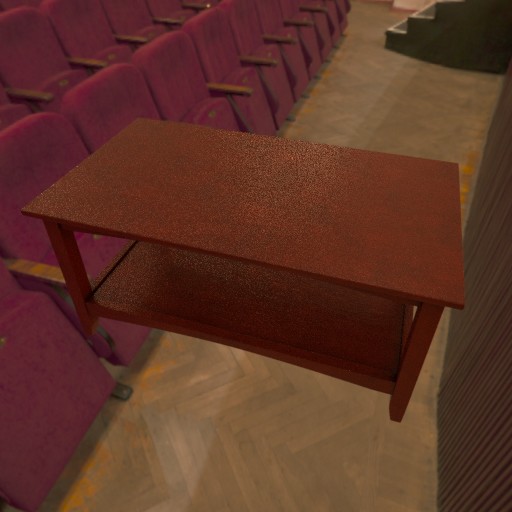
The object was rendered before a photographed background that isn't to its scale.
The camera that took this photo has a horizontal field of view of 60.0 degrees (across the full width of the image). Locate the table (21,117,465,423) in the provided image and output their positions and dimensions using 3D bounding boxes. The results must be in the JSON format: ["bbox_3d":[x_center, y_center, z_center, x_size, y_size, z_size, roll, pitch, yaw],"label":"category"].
[{"bbox_3d":[0.000,0.000,1.224,0.943,0.456,0.533,12,42,14],"label":"table"}]
